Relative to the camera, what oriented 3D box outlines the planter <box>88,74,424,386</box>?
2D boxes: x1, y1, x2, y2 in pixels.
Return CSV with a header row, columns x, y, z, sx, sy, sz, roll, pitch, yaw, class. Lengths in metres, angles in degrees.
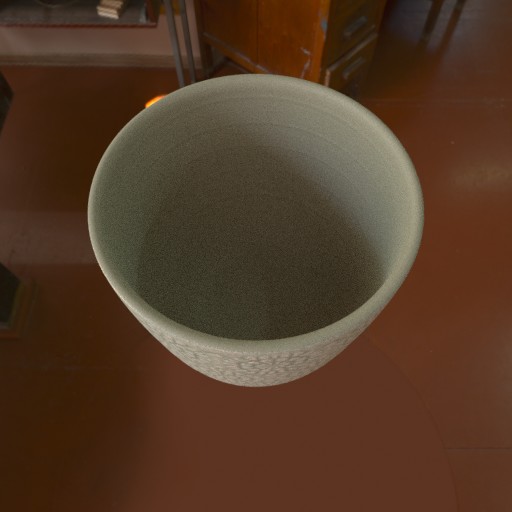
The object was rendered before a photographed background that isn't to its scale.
x,y,z,sx,sy,sz,roll,pitch,yaw,class
0.000,0.000,0.213,0.124,0.109,0.124,0,62,0,planter
